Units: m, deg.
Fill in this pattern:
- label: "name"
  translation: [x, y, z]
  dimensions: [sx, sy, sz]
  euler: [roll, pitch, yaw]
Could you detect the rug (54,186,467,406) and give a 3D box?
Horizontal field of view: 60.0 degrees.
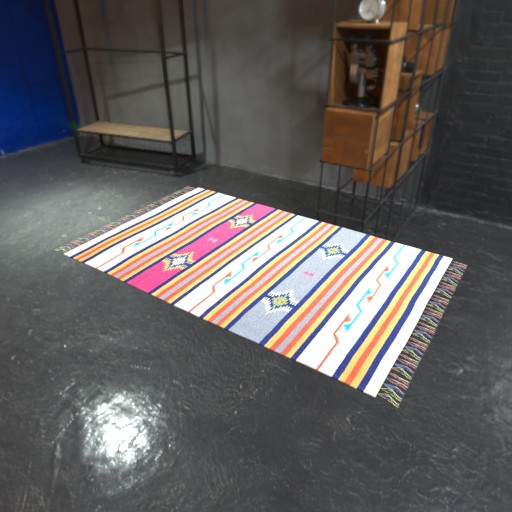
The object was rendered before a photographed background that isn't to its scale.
- label: "rug"
  translation: [0.000, 0.000, 2.277]
  dimensions: [1.849, 0.013, 1.084]
  euler: [19, 36, 29]
